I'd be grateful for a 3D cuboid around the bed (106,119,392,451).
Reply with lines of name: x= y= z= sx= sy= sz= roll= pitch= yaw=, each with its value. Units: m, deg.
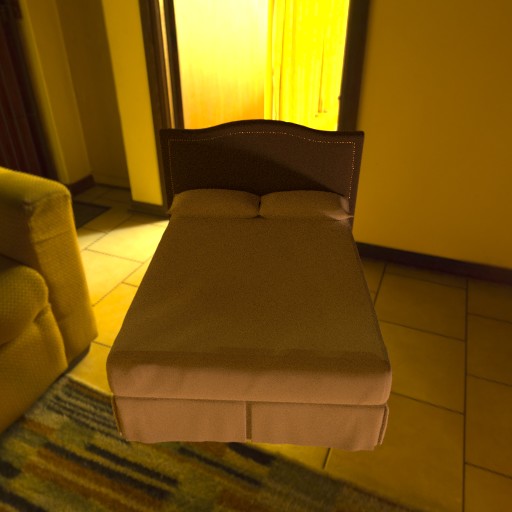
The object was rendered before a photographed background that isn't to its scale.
bed: x=0.000 y=0.000 z=3.090 sx=1.666 sy=1.387 sz=2.036 roll=1 pitch=32 yaw=2
